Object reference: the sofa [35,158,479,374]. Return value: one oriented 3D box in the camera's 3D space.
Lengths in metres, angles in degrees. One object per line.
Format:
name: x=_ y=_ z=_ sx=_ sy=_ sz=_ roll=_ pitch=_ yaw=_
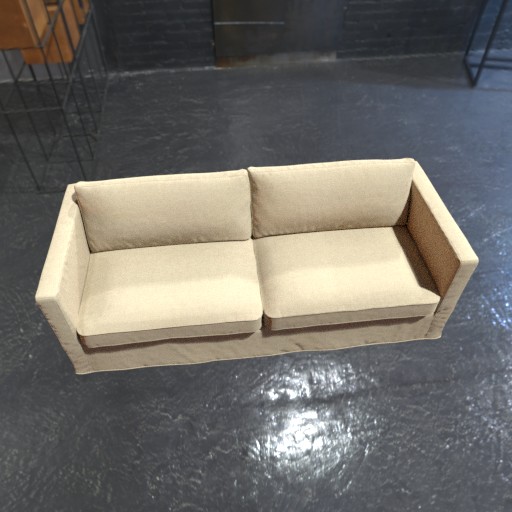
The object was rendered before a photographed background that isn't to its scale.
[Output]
sofa: x=0.000 y=0.000 z=2.755 sx=2.312 sy=0.853 sz=0.962 roll=-5 pitch=47 yaw=-4
